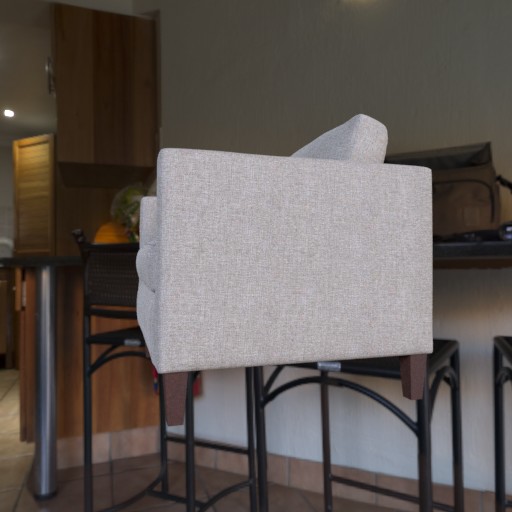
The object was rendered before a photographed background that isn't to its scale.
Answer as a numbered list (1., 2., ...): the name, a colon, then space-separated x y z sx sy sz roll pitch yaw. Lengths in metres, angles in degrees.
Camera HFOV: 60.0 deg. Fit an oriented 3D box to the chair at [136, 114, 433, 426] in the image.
1. chair: 0.000 0.000 1.875 0.959 0.987 1.107 0 -1 -17
